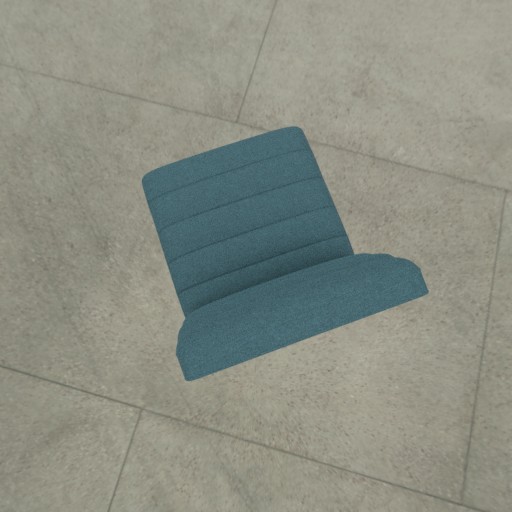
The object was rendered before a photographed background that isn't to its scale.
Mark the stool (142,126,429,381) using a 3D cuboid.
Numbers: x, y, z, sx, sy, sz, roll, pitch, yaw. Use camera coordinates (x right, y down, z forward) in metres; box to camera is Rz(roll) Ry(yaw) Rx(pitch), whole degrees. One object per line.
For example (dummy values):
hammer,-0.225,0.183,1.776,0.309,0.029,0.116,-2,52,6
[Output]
stool,0.000,0.000,1.249,0.460,0.940,0.560,-19,76,-5
